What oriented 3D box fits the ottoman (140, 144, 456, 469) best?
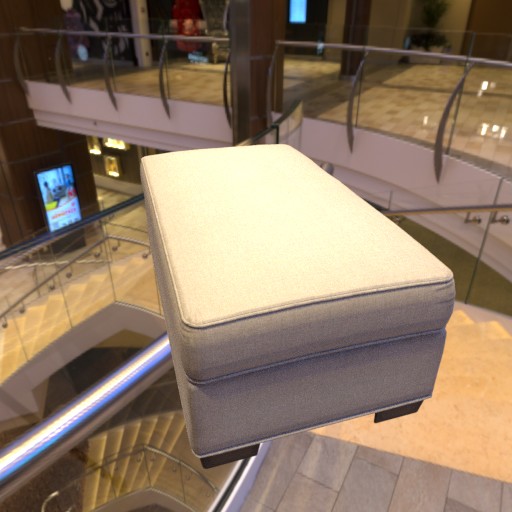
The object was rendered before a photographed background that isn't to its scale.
[{"bbox_3d":[0.000,0.000,1.412,0.617,0.461,1.097,-9,31,-15],"label":"ottoman"}]
